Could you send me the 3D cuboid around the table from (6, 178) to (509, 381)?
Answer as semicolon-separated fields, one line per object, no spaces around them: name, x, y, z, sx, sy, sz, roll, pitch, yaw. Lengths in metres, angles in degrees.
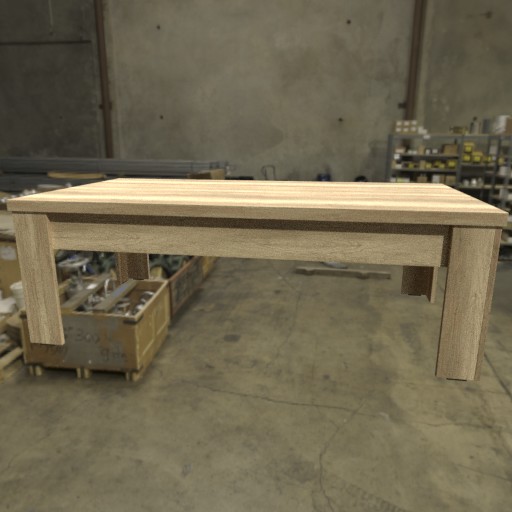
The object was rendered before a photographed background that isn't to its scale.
table;0.000;0.000;1.565;1.350;0.460;0.700;3;15;10
